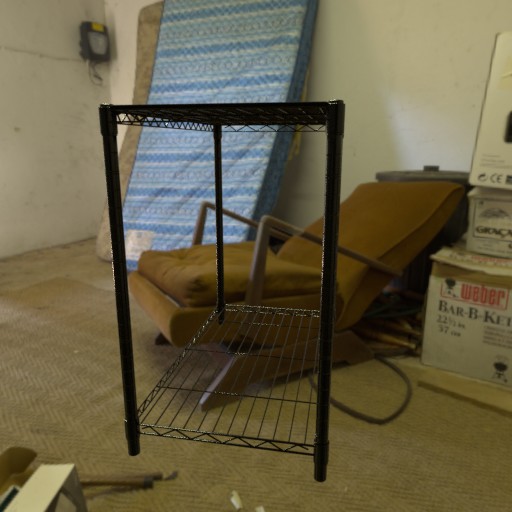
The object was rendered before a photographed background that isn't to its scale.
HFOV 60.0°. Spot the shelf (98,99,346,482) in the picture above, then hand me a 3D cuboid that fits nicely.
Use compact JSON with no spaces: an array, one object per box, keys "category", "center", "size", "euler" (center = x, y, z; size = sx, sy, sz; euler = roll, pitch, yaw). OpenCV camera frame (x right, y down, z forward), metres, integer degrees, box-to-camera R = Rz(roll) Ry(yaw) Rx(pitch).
[{"category":"shelf","center":[0.000,0.000,0.926],"size":[0.338,0.564,0.589],"euler":[3,15,11]}]
